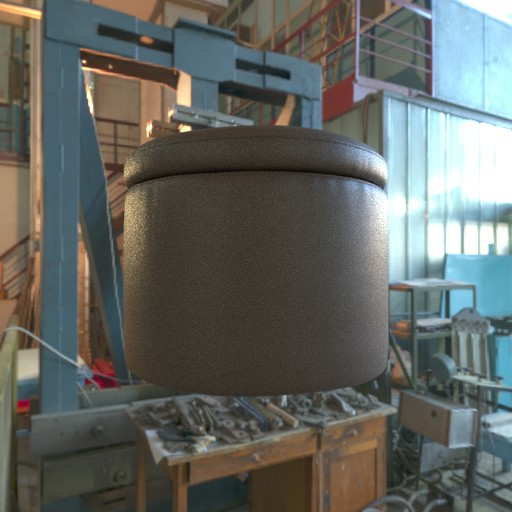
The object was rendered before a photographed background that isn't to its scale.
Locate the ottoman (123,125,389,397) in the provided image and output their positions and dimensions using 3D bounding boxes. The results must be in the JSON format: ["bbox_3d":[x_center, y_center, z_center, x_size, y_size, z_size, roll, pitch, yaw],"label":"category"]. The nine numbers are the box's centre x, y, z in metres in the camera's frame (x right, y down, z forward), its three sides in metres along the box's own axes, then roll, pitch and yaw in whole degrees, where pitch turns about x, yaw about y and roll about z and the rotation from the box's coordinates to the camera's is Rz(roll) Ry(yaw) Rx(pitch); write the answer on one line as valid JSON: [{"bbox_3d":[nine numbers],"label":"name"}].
[{"bbox_3d":[0.000,0.000,0.872,0.500,0.409,0.500,0,-1,0],"label":"ottoman"}]
